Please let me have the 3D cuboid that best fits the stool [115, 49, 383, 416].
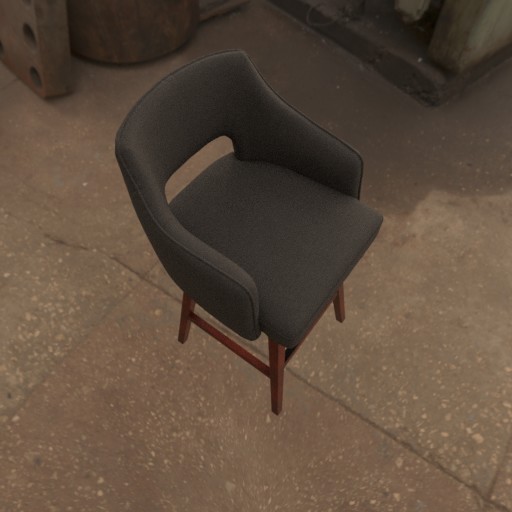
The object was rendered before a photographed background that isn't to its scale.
[{"bbox_3d":[0.000,0.000,1.348,0.558,1.012,0.548,32,63,19],"label":"stool"}]
